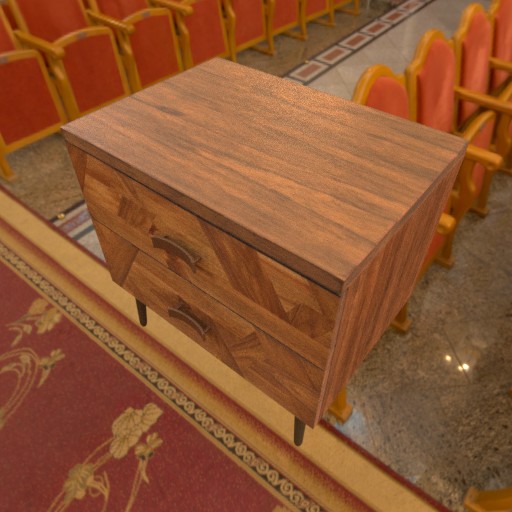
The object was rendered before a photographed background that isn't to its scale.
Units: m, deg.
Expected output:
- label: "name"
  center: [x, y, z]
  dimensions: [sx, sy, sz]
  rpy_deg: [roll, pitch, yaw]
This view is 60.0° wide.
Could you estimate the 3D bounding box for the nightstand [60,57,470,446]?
- label: "nightstand"
  center: [0.000, 0.000, 1.014]
  dimensions: [0.610, 0.610, 0.458]
  rpy_deg: [30, 52, 26]
